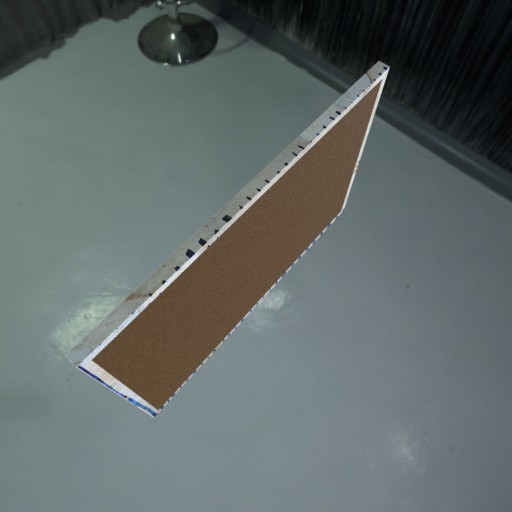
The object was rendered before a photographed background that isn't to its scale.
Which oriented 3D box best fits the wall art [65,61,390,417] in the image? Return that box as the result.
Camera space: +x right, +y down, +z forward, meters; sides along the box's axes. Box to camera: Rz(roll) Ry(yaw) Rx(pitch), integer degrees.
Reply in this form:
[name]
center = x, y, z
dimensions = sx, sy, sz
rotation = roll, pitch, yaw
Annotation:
[wall art]
center = 0.000, 0.000, 1.146
dimensions = 0.030, 0.609, 0.919
rotation = 37, 69, 17
